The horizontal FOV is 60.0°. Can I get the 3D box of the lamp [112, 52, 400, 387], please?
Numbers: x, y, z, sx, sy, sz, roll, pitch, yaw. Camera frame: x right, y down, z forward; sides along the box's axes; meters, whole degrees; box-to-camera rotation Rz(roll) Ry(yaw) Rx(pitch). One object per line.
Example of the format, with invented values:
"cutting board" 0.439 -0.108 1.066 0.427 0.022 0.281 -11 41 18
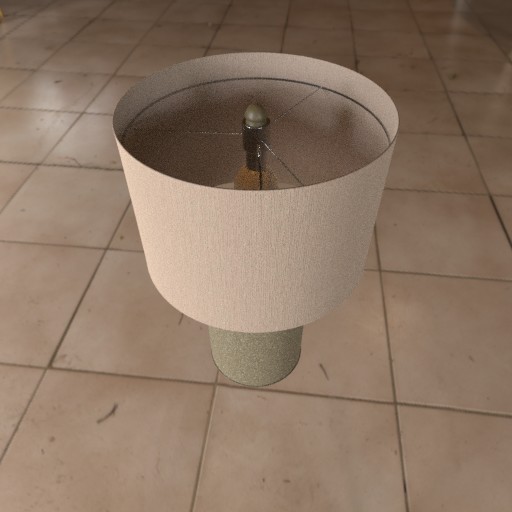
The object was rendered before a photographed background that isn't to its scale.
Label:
"lamp" 0.000 0.000 0.672 0.318 0.486 0.318 0 45 0
